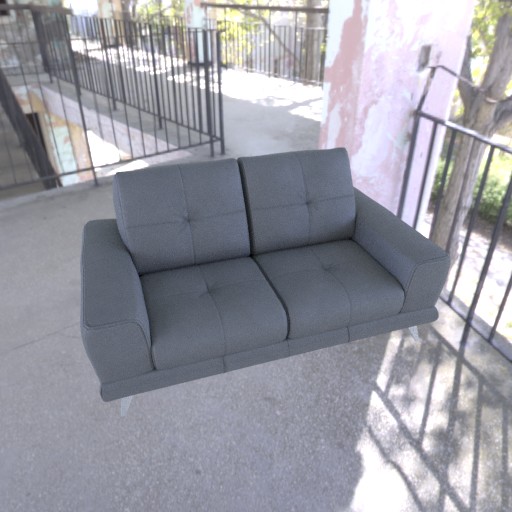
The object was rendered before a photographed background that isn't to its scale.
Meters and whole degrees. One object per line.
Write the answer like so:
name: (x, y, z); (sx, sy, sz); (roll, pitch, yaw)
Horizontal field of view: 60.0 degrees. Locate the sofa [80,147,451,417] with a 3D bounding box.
sofa: (0.000, 0.000, 2.419); (1.806, 0.907, 1.018); (-10, 32, -16)
